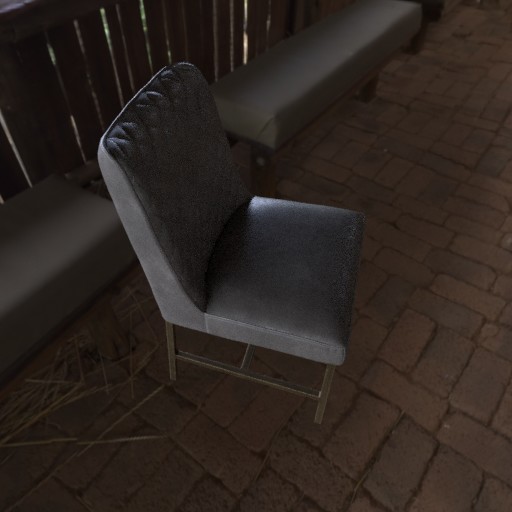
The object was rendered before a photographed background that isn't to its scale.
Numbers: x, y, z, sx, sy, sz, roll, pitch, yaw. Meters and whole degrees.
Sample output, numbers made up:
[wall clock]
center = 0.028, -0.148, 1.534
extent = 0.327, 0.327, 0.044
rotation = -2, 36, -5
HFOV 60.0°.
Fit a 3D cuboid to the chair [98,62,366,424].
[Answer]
[chair]
center = 0.000, 0.000, 1.262
extent = 0.587, 0.889, 0.508
rotation = 11, 48, 10
